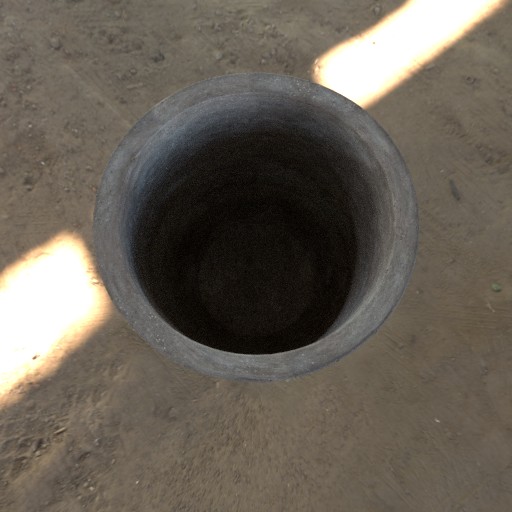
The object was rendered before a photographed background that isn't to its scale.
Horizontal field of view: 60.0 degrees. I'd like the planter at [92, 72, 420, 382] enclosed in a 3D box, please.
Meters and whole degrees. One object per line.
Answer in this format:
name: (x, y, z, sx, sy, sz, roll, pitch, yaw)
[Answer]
planter: (0.000, 0.000, 0.224, 0.122, 0.128, 0.122, 0, 75, 0)
